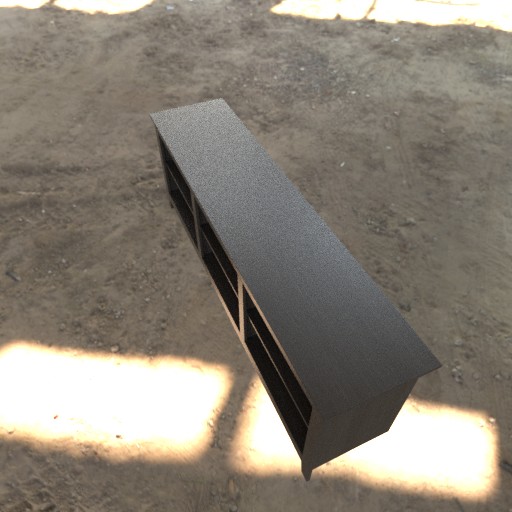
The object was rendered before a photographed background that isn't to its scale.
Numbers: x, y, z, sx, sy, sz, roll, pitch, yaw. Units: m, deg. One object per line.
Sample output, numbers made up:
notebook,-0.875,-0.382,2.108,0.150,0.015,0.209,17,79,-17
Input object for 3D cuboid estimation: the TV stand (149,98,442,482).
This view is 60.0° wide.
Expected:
TV stand,0.000,0.000,2.032,0.406,0.610,1.778,-19,50,-16
